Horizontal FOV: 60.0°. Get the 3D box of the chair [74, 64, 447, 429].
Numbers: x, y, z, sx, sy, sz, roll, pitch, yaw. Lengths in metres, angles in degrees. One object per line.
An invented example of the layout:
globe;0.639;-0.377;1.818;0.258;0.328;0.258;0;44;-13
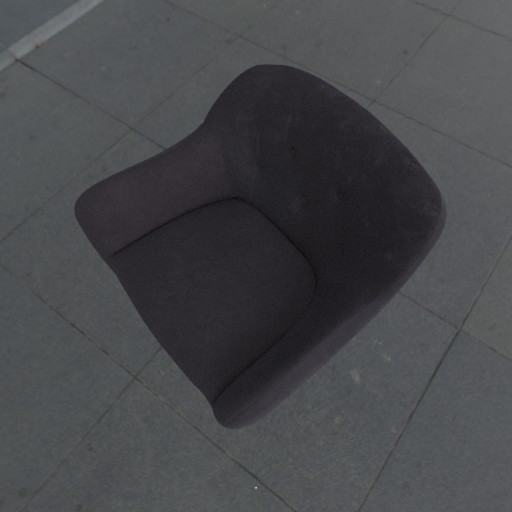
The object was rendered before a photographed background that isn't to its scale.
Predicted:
chair;0.000;0.000;1.460;0.819;0.807;0.840;-35;68;-17
